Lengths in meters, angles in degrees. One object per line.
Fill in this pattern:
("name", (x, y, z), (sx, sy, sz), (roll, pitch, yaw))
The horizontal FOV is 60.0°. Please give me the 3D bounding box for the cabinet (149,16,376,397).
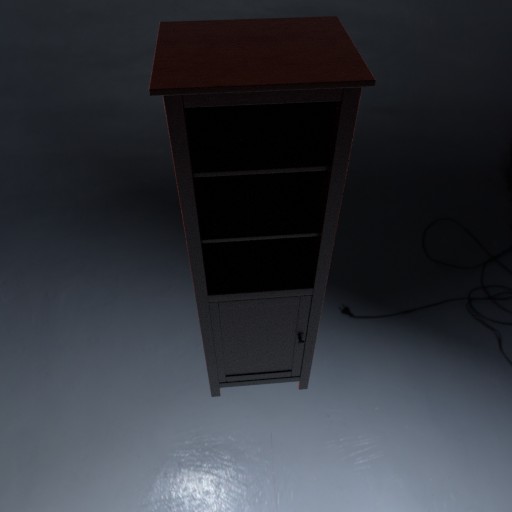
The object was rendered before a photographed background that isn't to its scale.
("cabinet", (0.000, 0.000, 1.659), (0.500, 1.518, 0.401), (-4, 47, -3))
